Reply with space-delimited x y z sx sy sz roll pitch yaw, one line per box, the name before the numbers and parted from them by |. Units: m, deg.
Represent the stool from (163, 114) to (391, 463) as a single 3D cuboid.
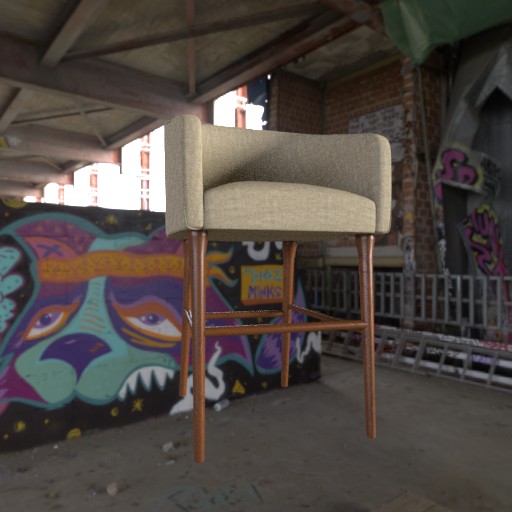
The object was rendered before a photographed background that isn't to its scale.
stool | 0.000 0.000 1.359 0.559 0.952 0.635 0 -1 -18
